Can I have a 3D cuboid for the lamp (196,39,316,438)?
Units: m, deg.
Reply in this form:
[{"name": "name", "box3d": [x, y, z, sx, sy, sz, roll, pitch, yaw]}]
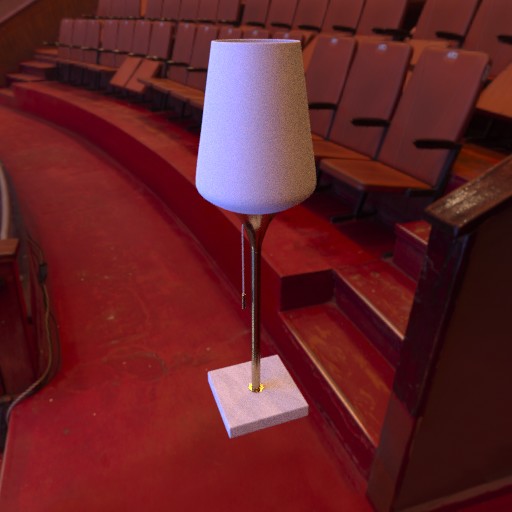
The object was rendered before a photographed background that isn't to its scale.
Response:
[{"name": "lamp", "box3d": [0.000, 0.000, 0.731, 0.181, 0.639, 0.181, -10, 30, -18]}]
